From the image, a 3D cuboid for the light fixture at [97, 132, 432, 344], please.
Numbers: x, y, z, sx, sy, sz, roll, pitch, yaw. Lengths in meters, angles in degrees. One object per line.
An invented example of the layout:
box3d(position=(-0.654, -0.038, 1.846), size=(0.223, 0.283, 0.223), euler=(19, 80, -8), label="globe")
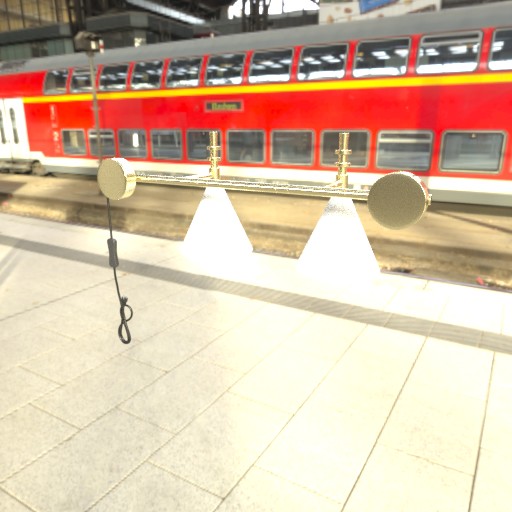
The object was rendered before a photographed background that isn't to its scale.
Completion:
box3d(position=(0.000, 0.000, 0.873), size=(0.642, 0.468, 0.239), euler=(9, 19, 27), label="light fixture")
